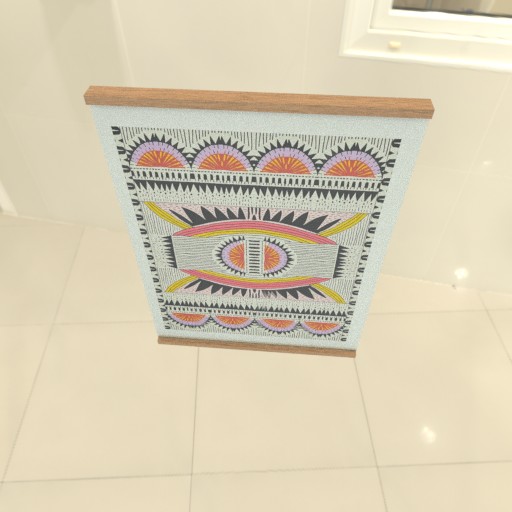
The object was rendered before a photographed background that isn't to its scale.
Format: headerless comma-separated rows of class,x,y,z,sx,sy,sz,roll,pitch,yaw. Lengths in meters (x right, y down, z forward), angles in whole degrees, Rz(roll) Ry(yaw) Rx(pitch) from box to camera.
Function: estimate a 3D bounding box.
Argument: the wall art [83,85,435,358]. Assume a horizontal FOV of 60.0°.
wall art,0.000,0.000,0.802,0.456,0.609,0.028,3,47,3
